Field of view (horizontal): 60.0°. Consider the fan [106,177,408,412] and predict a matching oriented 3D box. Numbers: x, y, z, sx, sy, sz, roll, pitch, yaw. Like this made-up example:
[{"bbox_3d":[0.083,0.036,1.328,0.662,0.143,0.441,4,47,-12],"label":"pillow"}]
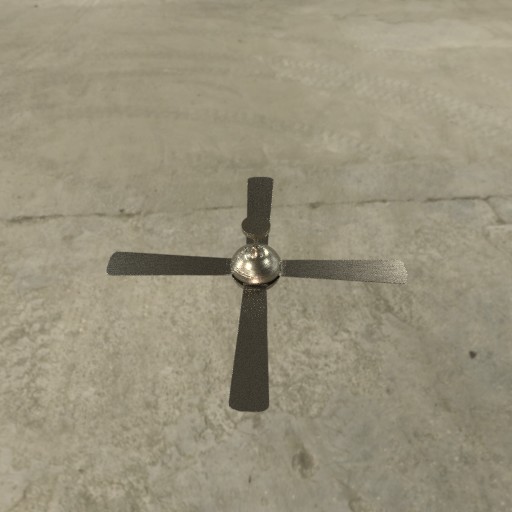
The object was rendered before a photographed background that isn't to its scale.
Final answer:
[{"bbox_3d":[0.000,0.000,1.999,1.321,0.381,1.321,17,49,15],"label":"fan"}]
